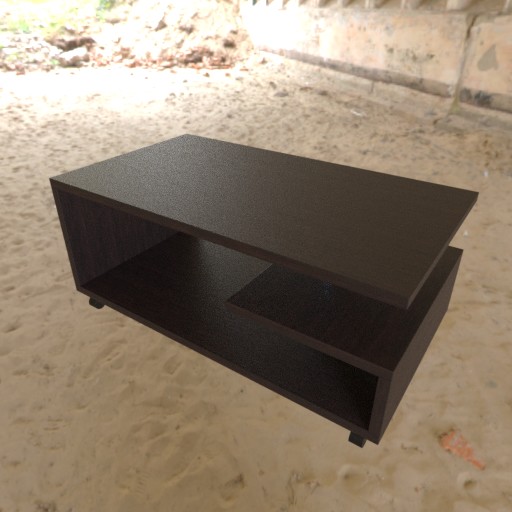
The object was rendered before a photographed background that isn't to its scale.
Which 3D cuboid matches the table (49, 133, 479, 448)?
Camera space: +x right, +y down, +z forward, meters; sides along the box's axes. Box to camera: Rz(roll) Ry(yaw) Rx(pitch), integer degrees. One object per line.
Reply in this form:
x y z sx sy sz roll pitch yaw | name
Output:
0.000 0.000 1.352 1.050 0.460 0.590 19 35 29 | table
